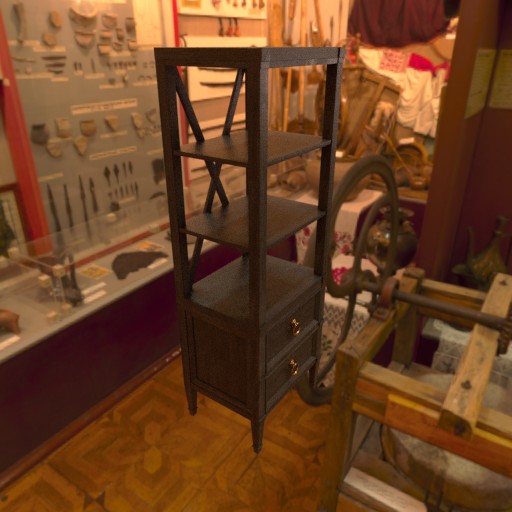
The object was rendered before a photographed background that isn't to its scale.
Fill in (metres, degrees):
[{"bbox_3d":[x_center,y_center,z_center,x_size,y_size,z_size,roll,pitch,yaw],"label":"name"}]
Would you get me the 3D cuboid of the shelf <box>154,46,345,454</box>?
[{"bbox_3d":[0.000,0.000,2.027,0.472,1.727,0.584,17,30,31],"label":"shelf"}]
